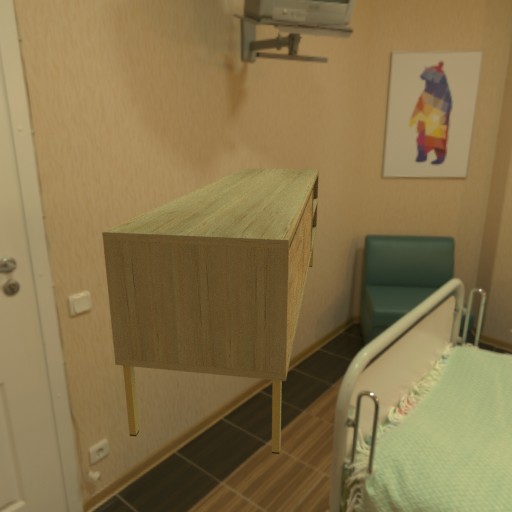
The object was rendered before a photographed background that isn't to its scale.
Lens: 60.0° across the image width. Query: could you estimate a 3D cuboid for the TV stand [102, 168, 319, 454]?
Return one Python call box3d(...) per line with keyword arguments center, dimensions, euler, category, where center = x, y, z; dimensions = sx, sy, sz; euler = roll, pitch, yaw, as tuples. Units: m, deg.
box3d(center=(0.000, 0.000, 1.793), dimensions=(0.420, 0.550, 1.600), euler=(3, 16, 10), category="TV stand")
